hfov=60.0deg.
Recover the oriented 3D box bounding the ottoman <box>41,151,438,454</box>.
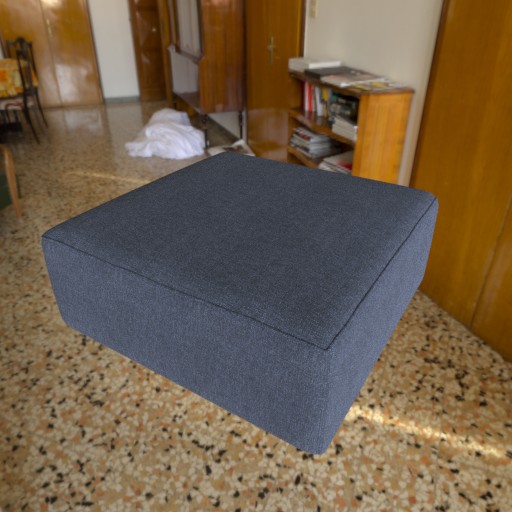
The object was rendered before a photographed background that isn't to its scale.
[{"bbox_3d":[0.000,0.000,1.571,1.000,0.439,1.000,18,35,27],"label":"ottoman"}]
